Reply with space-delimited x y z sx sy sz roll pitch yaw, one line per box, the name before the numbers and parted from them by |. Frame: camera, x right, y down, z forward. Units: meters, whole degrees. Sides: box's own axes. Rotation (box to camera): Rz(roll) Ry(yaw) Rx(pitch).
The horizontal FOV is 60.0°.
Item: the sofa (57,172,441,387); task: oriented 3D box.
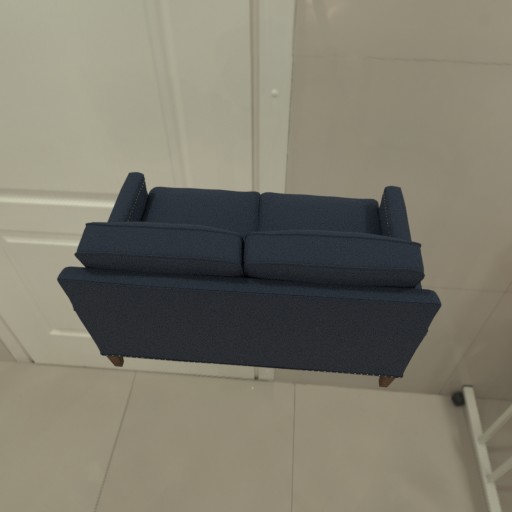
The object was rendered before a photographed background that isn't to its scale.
sofa | 0.000 0.000 2.326 1.597 1.003 1.084 4 47 3
